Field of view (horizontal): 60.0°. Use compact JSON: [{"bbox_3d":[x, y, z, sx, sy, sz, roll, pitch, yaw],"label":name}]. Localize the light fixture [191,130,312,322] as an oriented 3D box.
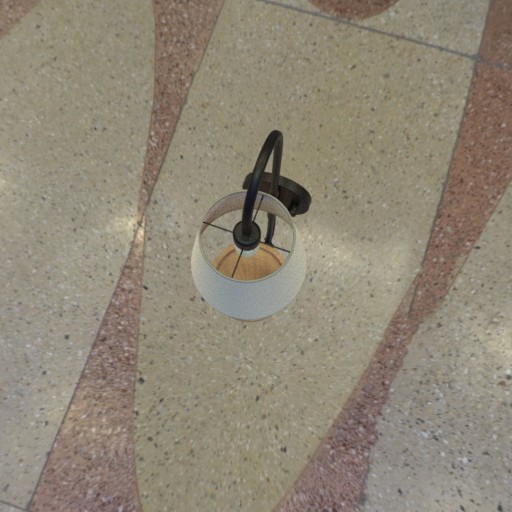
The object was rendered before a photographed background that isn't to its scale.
[{"bbox_3d":[0.000,0.000,0.949,0.220,0.821,0.299,19,77,5],"label":"light fixture"}]
